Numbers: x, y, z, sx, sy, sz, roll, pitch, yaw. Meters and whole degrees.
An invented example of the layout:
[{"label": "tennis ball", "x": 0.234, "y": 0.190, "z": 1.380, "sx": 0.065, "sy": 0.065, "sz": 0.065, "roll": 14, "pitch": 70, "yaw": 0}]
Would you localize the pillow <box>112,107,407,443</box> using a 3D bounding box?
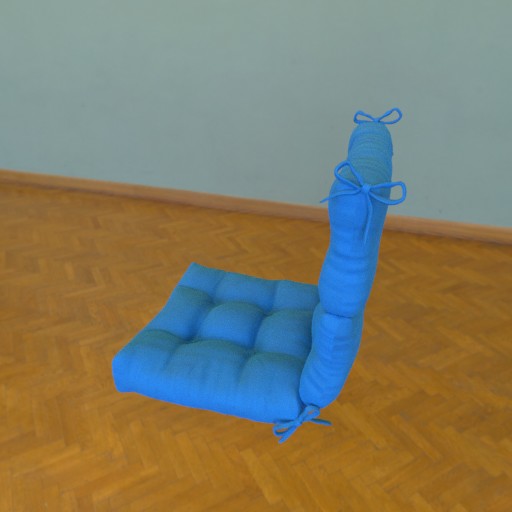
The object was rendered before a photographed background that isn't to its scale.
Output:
[{"label": "pillow", "x": 0.000, "y": 0.000, "z": 1.017, "sx": 0.571, "sy": 0.605, "sz": 0.519, "roll": 8, "pitch": 30, "yaw": 14}]
